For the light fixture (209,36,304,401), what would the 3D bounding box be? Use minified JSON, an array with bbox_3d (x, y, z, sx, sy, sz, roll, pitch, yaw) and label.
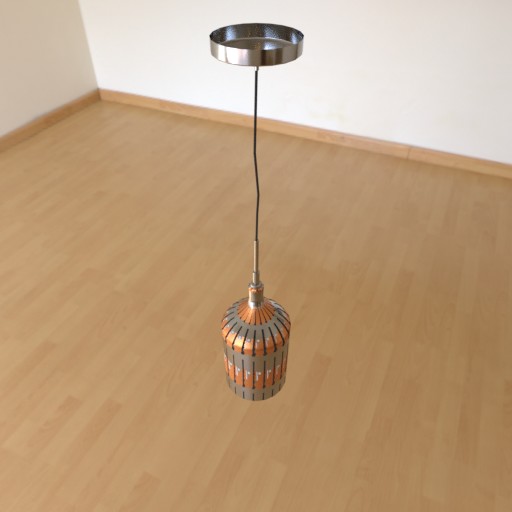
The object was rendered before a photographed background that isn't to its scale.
[{"bbox_3d":[0.000,0.000,1.667,0.303,1.535,0.303,0,41,0],"label":"light fixture"}]
